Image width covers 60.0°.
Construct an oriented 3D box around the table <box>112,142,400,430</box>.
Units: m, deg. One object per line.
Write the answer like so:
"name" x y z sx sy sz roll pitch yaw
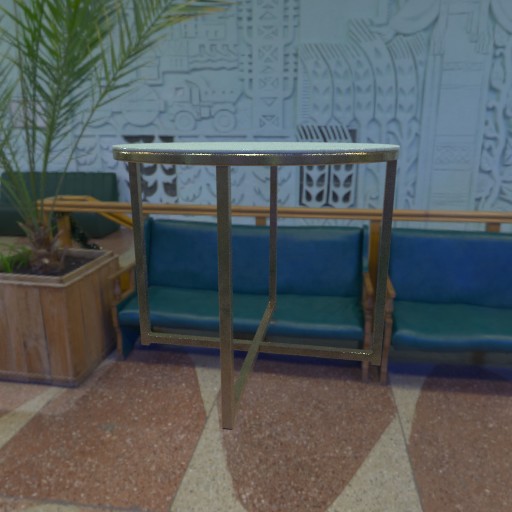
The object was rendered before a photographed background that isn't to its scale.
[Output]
"table" 0.000 0.000 0.862 0.500 0.420 0.500 0 15 0
